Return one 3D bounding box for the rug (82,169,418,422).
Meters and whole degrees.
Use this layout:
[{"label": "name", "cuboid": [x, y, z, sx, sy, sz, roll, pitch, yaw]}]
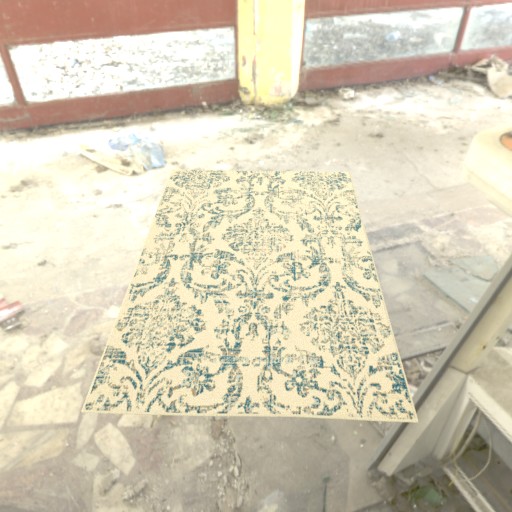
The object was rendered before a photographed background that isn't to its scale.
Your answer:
[{"label": "rug", "cuboid": [0.000, 0.000, 2.298, 1.213, 0.012, 1.831, 1, 39, 1]}]
